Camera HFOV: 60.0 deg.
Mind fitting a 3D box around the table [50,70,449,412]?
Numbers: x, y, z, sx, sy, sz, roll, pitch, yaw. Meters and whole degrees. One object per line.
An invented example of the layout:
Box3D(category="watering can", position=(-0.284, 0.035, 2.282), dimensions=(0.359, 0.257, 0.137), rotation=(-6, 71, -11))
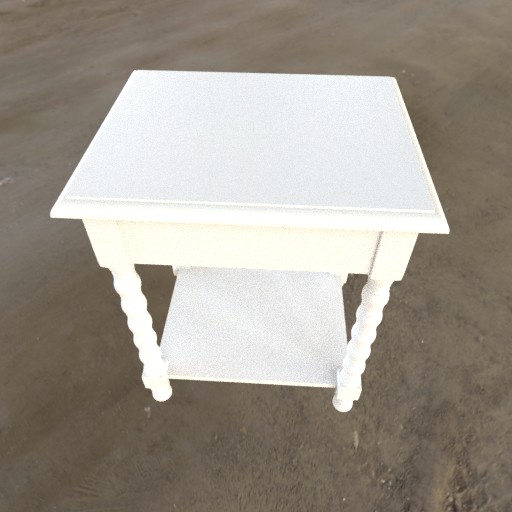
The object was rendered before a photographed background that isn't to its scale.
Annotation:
Box3D(category="table", position=(0.000, 0.000, 0.819), dimensions=(0.460, 0.531, 0.381), rotation=(3, 46, 2))
